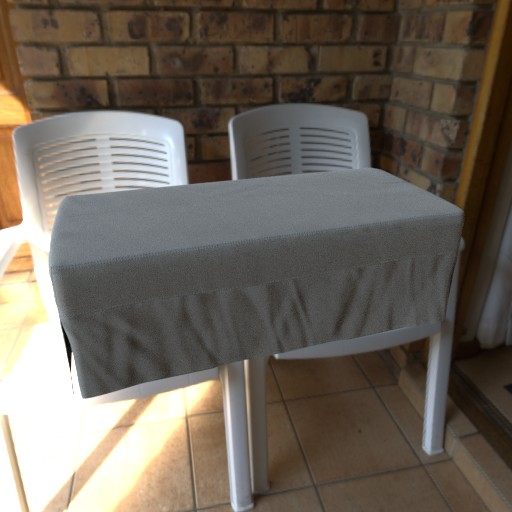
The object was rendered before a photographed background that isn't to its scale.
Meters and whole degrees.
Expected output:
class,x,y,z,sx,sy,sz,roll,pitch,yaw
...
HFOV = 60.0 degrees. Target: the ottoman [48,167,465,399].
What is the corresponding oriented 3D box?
class,x,y,z,sx,sy,sz,roll,pitch,yaw
ottoman,0.000,0.000,1.687,1.388,0.457,0.665,-8,28,-16
